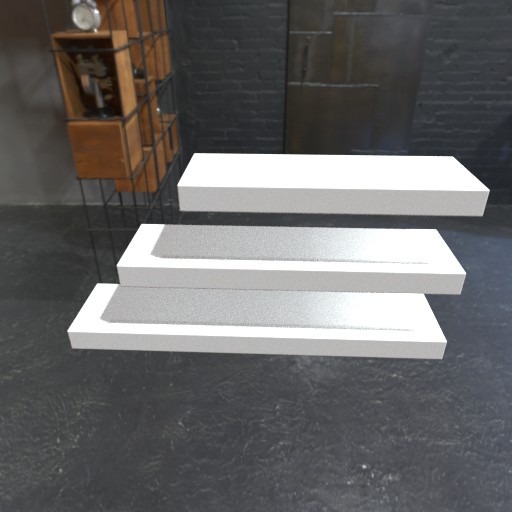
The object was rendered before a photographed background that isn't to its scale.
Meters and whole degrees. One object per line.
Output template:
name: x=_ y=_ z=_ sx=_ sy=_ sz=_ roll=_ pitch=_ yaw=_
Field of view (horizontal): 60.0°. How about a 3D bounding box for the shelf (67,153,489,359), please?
shelf: x=0.000 y=0.000 z=0.716 sx=0.610 sy=0.293 sz=0.140 roll=1 pitch=30 yaw=2
